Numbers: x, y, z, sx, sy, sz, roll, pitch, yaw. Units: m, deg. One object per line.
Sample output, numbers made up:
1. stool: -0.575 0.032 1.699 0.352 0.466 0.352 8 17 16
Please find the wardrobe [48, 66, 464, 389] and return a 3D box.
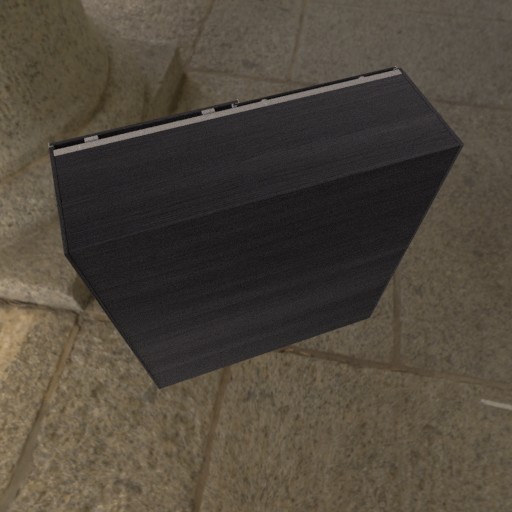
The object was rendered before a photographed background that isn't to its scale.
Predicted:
1. wardrobe: 0.000 0.000 2.839 1.780 1.960 0.629 -17 60 -10
